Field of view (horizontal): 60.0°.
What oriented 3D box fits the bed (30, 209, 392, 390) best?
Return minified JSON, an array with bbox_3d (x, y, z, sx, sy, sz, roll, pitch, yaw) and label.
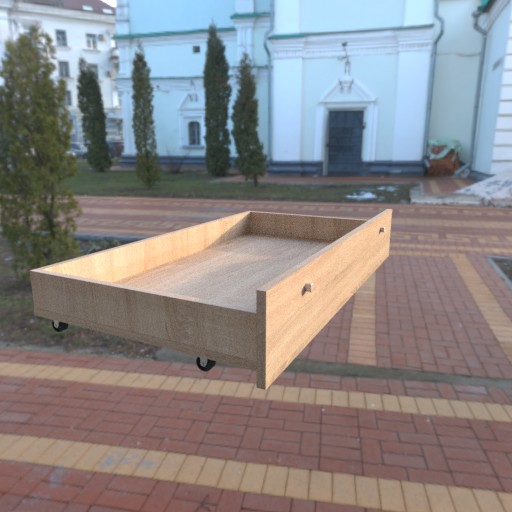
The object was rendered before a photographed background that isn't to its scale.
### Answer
[{"bbox_3d":[0.000,0.000,1.494,0.685,0.209,1.200,7,16,26],"label":"bed"}]
